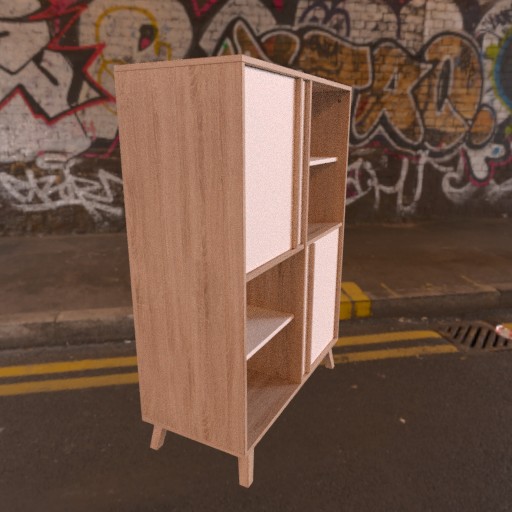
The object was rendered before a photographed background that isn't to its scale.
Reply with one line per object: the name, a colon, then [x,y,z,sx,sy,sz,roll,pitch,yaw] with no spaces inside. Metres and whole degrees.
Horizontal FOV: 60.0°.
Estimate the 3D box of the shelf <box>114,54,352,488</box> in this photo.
shelf: [0.000,0.000,1.858,0.450,1.390,1.000,8,18,27]
